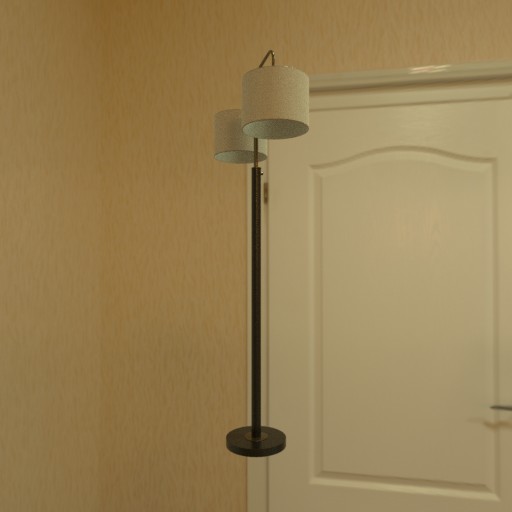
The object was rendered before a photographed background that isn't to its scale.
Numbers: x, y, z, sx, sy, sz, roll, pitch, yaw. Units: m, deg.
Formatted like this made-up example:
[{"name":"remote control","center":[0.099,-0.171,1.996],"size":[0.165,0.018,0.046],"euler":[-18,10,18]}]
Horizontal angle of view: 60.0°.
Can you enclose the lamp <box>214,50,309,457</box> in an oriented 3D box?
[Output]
[{"name":"lamp","center":[0.000,0.000,1.883],"size":[0.254,1.587,0.711],"euler":[0,-1,-19]}]
